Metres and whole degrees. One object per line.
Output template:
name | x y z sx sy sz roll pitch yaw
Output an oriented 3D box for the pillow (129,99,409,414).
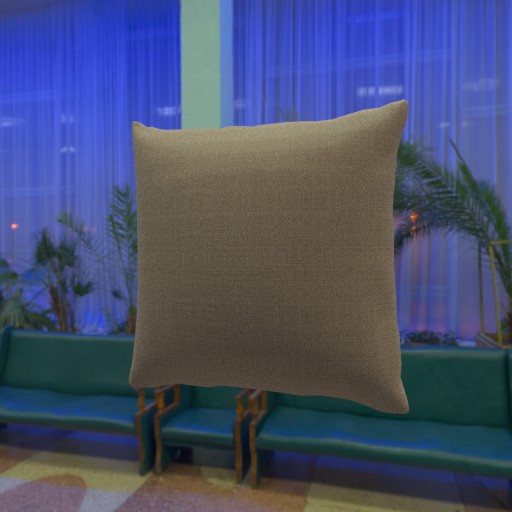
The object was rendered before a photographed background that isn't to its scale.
pillow | 0.000 0.000 0.795 0.521 0.519 0.215 0 1 17
